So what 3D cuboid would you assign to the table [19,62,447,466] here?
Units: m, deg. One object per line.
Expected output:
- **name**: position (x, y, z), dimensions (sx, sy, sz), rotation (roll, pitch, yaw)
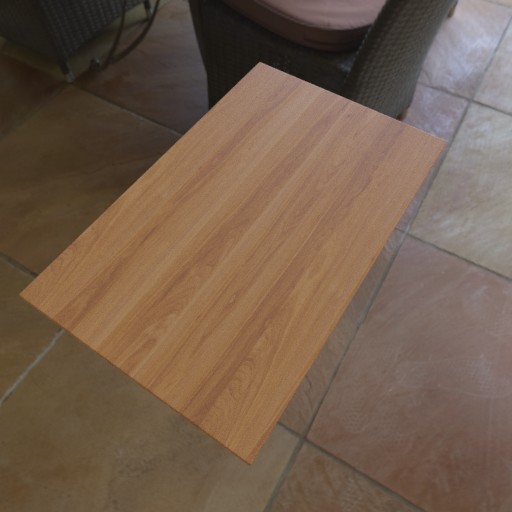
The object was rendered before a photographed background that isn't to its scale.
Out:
- **table**: position (0.000, 0.000, 1.464), dimensions (0.700, 0.510, 1.100), rotation (30, 64, 16)
